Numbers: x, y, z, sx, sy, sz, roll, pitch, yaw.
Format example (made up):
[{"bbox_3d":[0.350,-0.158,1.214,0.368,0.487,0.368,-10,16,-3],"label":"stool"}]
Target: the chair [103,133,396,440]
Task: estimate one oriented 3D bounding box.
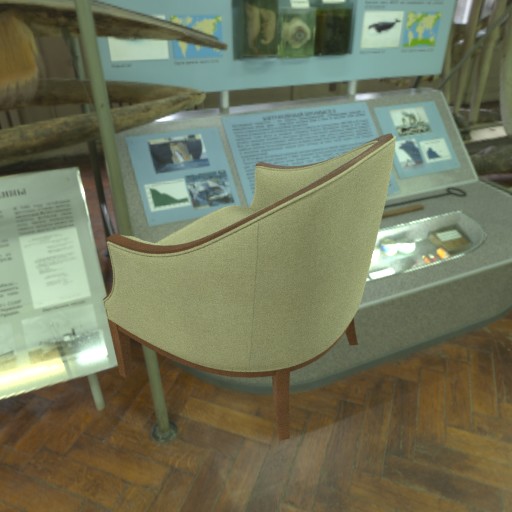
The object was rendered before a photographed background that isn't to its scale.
[{"bbox_3d":[0.000,0.000,1.493,0.735,0.876,0.803,20,37,29],"label":"chair"}]
